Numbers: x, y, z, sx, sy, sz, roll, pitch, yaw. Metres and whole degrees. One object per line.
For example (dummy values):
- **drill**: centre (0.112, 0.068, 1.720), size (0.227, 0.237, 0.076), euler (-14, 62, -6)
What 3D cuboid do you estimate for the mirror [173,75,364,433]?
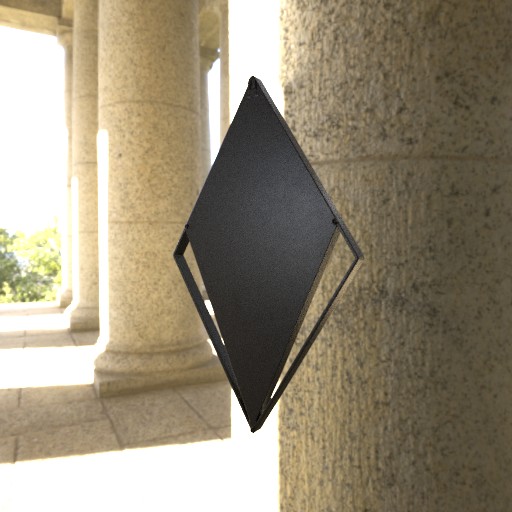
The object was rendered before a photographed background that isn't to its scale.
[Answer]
- **mirror**: centre (0.000, 0.000, 0.848), size (0.419, 0.679, 0.032), euler (1, 2, 34)
